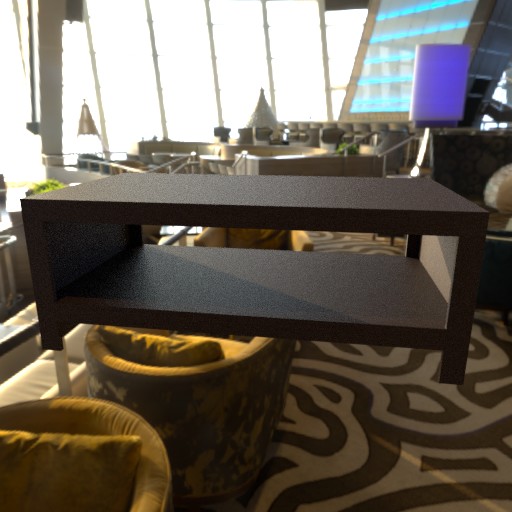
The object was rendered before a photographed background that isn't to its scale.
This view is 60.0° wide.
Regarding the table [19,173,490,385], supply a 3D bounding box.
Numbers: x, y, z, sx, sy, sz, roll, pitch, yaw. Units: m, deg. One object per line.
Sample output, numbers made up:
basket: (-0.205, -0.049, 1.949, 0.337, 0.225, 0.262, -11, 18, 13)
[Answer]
table: (0.000, 0.000, 1.365, 1.099, 0.424, 0.597, 3, 17, 9)
